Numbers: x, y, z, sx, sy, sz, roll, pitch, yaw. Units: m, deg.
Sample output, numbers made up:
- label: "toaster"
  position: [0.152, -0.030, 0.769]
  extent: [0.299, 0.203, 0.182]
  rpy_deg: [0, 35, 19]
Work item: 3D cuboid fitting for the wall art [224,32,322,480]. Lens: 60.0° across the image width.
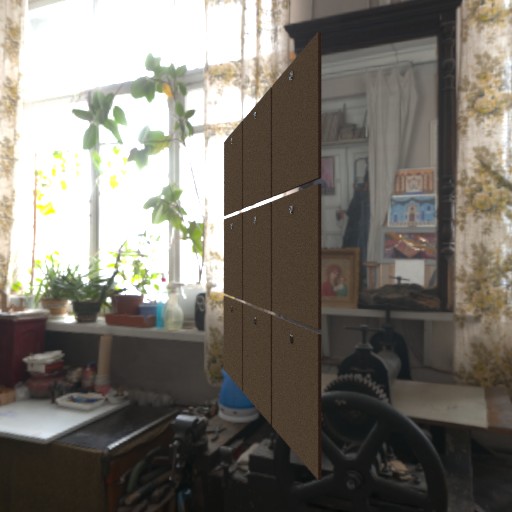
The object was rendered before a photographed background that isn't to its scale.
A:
- label: "wall art"
  position: [0.000, 0.000, 2.250]
  extent: [0.019, 1.532, 1.533]
  rpy_deg: [0, 0, -16]
